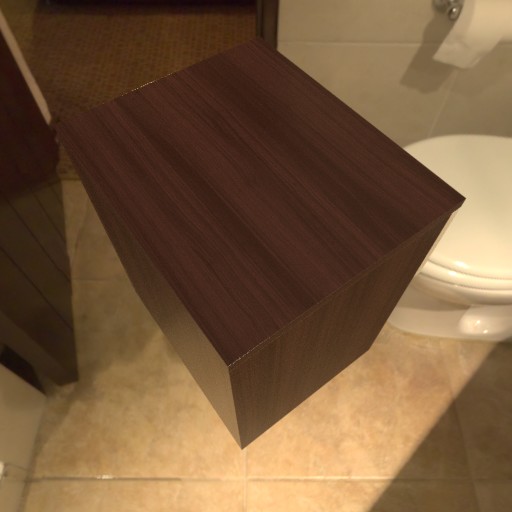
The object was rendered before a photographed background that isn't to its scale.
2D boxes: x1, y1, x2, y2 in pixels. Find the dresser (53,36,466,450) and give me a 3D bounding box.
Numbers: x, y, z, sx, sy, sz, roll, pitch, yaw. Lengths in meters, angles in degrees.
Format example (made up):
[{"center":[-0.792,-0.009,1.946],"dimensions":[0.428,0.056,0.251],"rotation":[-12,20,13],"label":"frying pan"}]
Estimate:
[{"center":[0.000,0.000,0.746],"dimensions":[0.360,0.470,0.400],"rotation":[-32,63,-18],"label":"dresser"}]
